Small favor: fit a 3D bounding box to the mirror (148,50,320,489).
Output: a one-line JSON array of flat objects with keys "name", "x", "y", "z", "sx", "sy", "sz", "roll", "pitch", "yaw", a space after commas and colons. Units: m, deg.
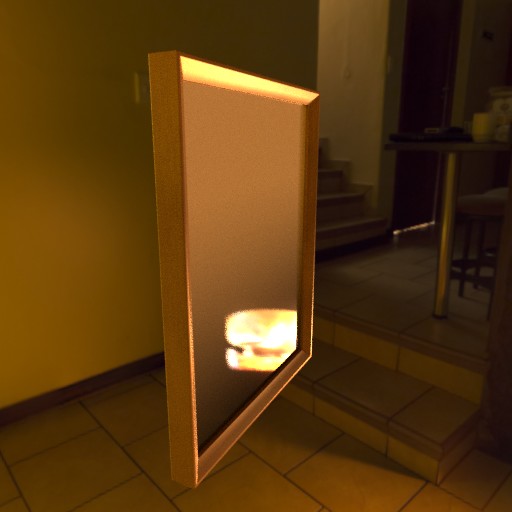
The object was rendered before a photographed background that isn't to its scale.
[{"name": "mirror", "x": 0.000, "y": 0.000, "z": 0.676, "sx": 0.041, "sy": 0.509, "sz": 0.406, "roll": 7, "pitch": 16, "yaw": 27}]
